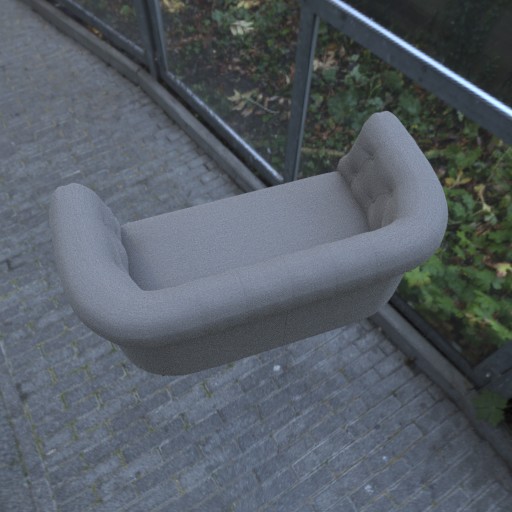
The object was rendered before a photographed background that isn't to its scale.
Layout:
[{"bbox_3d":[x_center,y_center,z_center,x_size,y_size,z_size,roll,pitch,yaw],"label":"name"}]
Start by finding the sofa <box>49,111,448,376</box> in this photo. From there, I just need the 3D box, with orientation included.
[{"bbox_3d":[0.000,0.000,2.031,1.558,0.827,0.835,-16,59,-10],"label":"sofa"}]
